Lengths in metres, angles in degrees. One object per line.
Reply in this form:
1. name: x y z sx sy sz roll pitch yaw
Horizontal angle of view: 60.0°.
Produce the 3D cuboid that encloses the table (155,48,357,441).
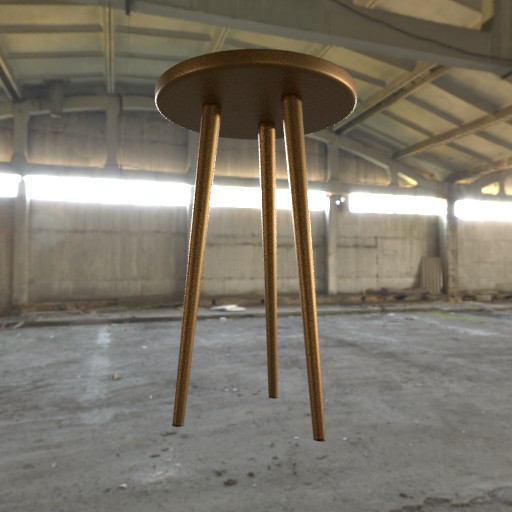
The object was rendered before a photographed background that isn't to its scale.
1. table: 0.000 0.000 0.664 0.299 0.480 0.299 1 -2 -18
